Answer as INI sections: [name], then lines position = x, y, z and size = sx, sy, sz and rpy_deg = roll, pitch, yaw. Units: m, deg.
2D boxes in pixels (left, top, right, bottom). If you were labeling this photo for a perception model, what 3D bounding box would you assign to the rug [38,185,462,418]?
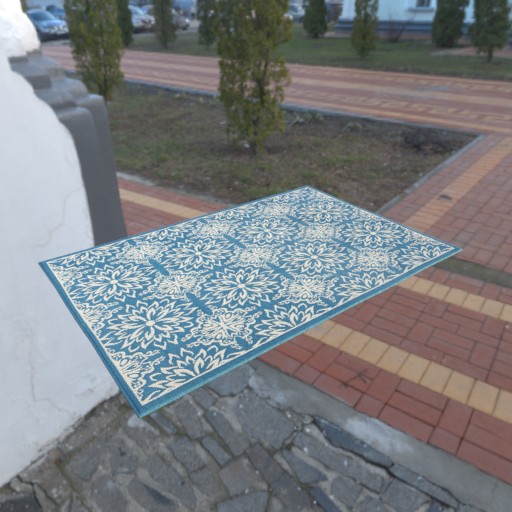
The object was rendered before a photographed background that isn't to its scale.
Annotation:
[rug]
position = 0.000, 0.000, 3.457
size = 2.769, 0.018, 1.830
rpy_deg = -20, 35, -32
